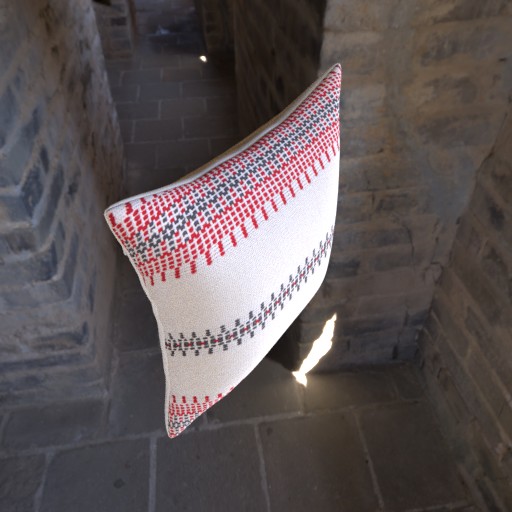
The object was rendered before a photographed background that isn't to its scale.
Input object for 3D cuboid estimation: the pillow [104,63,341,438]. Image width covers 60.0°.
[{"bbox_3d":[0.000,0.000,0.695,0.160,0.454,0.463,25,48,25],"label":"pillow"}]
